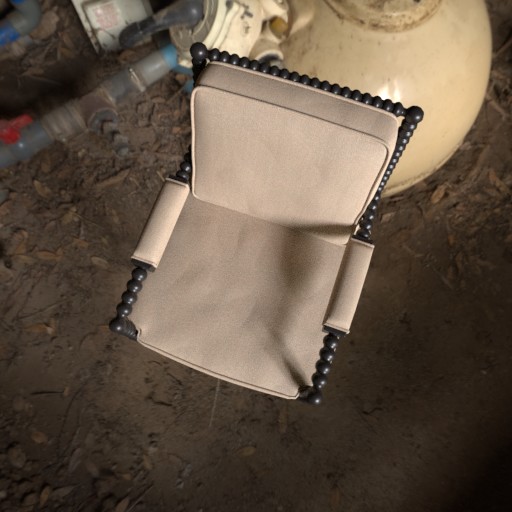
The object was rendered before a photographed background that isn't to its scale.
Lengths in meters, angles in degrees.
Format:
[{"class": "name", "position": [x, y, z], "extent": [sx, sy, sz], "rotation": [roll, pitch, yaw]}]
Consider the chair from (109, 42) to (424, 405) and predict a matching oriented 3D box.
[{"class": "chair", "position": [0.000, 0.000, 1.185], "extent": [0.555, 0.703, 0.657], "rotation": [19, 75, 5]}]
